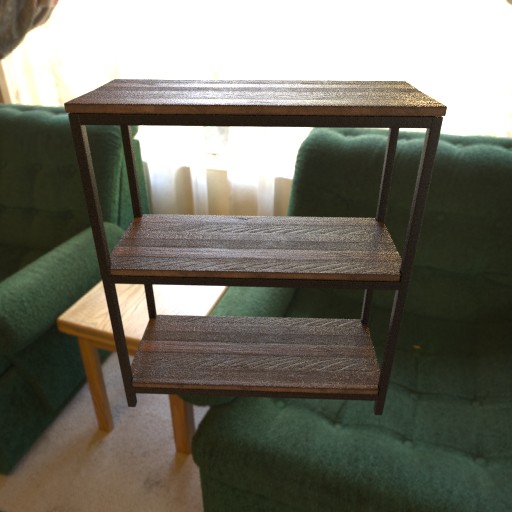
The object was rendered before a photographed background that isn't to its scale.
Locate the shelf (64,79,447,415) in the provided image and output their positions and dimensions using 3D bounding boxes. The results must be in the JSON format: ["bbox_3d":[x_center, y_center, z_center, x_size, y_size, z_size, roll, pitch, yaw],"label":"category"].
[{"bbox_3d":[0.000,0.000,1.337,0.822,0.947,0.352,1,30,2],"label":"shelf"}]
